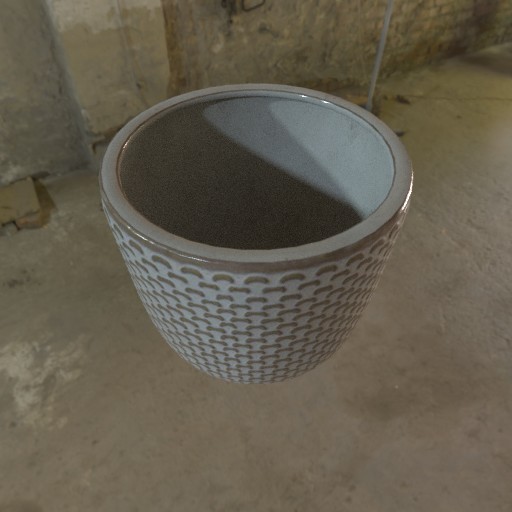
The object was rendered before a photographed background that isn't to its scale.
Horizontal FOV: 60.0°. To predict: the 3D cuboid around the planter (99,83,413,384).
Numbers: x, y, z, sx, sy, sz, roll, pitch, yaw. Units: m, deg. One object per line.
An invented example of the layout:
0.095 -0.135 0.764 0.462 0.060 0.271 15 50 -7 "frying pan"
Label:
0.000 0.000 0.348 0.197 0.191 0.197 0 46 0 "planter"
